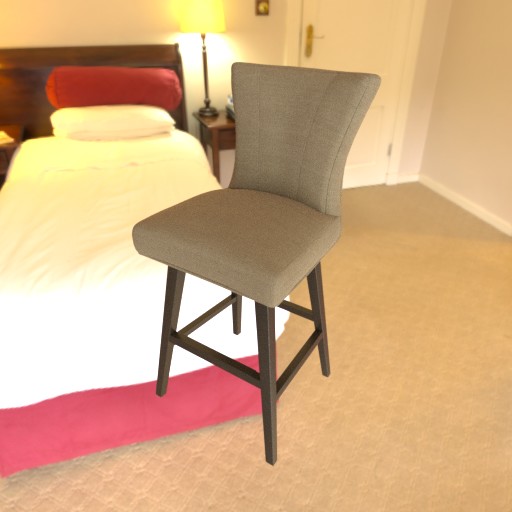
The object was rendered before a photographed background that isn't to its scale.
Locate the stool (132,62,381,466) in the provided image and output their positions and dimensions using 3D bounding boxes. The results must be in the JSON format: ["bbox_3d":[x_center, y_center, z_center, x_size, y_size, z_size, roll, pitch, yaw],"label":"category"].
[{"bbox_3d":[0.000,0.000,1.432,0.514,1.086,0.574,19,35,29],"label":"stool"}]
